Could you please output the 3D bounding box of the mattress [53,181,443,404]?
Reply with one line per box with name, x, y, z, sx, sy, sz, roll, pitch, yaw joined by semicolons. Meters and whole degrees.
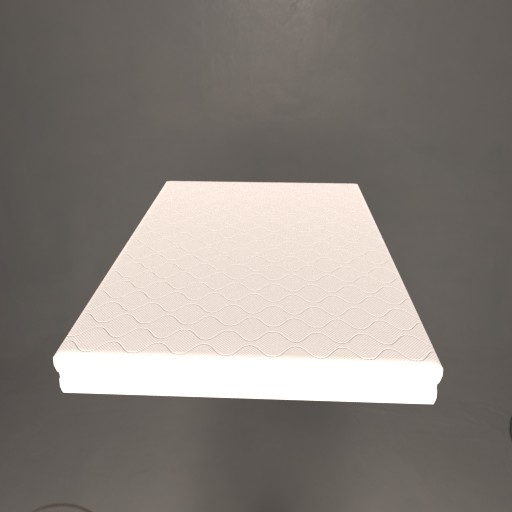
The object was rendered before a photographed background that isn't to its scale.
mattress;0.000;0.000;2.444;1.400;0.200;1.900;1;29;2
